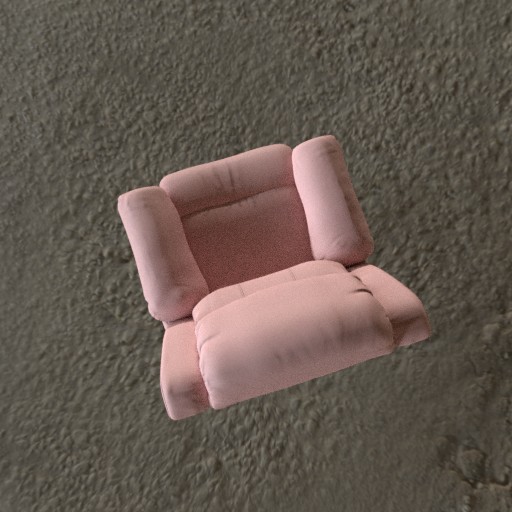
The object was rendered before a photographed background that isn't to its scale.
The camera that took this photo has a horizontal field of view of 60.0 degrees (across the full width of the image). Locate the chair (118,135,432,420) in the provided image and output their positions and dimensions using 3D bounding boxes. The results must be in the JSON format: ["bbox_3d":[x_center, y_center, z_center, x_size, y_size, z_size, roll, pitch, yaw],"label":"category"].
[{"bbox_3d":[0.000,0.000,1.273,0.680,0.702,0.709,-17,77,-4],"label":"chair"}]
